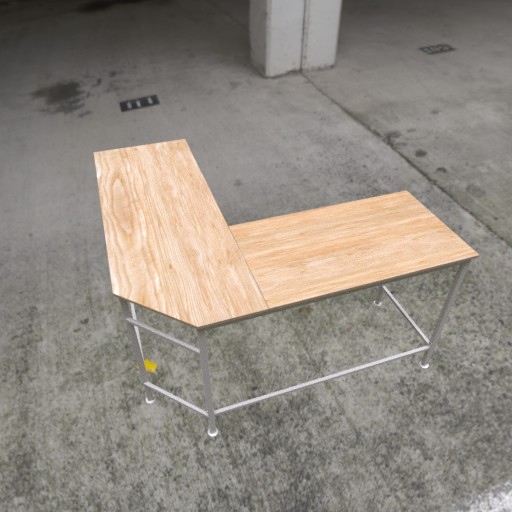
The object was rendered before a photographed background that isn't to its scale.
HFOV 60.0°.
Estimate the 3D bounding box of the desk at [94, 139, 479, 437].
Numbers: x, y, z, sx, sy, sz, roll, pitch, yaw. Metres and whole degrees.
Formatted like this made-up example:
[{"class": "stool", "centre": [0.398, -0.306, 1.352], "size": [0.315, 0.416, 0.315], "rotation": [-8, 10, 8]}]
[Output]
[{"class": "desk", "centre": [0.000, 0.000, 2.304], "size": [1.379, 0.739, 1.379], "rotation": [-13, 42, -14]}]
